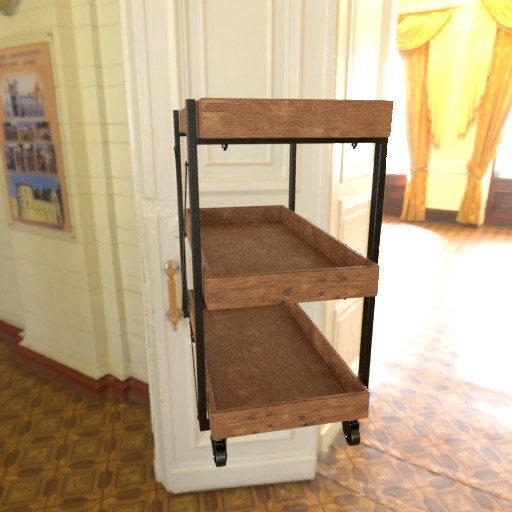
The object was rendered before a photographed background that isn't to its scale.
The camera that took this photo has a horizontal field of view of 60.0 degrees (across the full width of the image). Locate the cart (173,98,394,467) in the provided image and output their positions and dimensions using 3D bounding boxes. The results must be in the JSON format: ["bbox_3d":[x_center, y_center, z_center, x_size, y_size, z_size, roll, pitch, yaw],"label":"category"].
[{"bbox_3d":[0.000,0.000,1.253,0.411,0.800,0.750,-4,17,-12],"label":"cart"}]
